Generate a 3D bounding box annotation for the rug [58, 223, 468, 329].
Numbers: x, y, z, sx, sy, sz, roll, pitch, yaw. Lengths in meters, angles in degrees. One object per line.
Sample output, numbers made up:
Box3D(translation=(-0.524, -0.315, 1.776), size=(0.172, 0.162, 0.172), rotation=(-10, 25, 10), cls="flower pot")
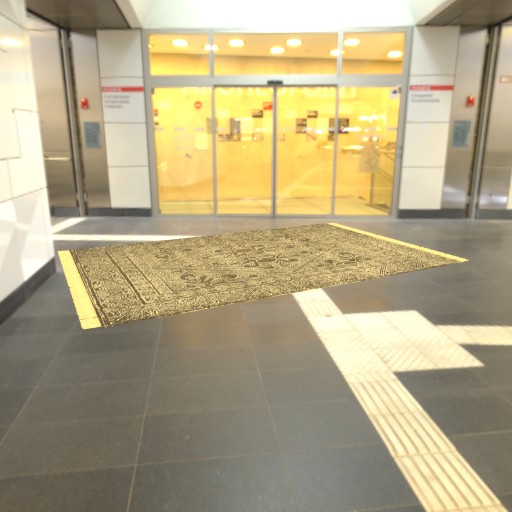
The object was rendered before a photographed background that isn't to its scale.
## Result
Box3D(translation=(0.000, 0.000, 3.082), size=(2.440, 0.010, 1.529), rotation=(-8, 17, -26), cls="rug")
